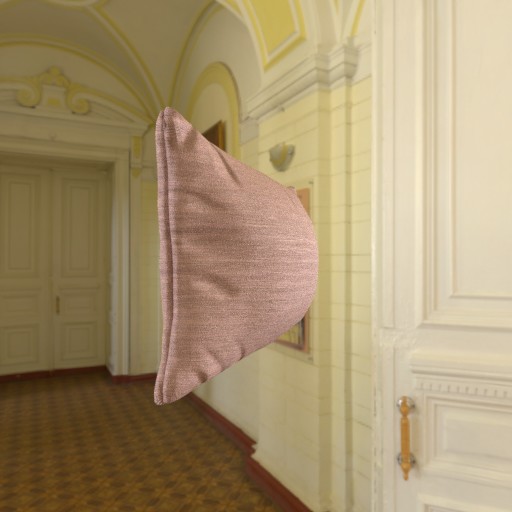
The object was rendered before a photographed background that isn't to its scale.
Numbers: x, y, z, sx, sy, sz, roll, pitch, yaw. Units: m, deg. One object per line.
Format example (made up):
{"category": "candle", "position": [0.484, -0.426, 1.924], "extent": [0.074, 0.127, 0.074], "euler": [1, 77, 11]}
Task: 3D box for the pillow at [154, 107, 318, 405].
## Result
{"category": "pillow", "position": [0.000, 0.000, 0.792], "extent": [0.210, 0.338, 0.633], "euler": [0, 0, 18]}
